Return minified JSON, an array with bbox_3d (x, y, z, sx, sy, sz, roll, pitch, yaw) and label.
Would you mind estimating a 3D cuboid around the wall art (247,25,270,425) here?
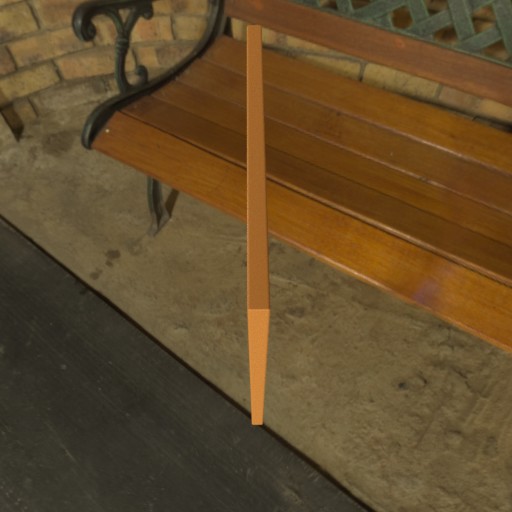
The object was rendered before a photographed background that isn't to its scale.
[{"bbox_3d":[0.000,0.000,0.524,0.015,0.379,0.310,-1,59,0],"label":"wall art"}]
